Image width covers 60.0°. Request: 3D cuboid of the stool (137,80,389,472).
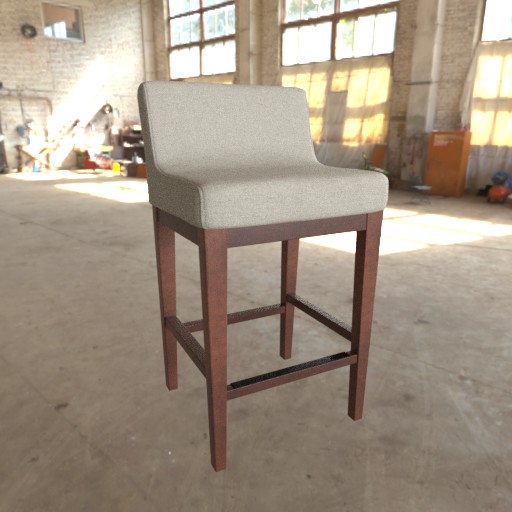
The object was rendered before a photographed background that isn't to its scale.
[{"bbox_3d":[0.000,0.000,1.247,0.511,0.937,0.500,-8,18,-26],"label":"stool"}]
